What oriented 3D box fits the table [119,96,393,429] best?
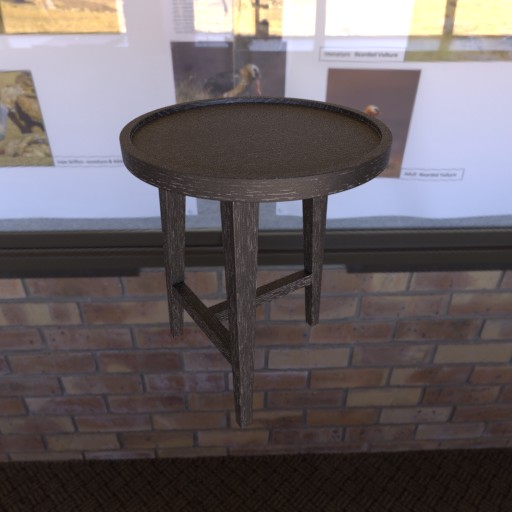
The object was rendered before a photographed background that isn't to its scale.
[{"bbox_3d":[0.000,0.000,0.791,0.399,0.460,0.399,0,33,0],"label":"table"}]
